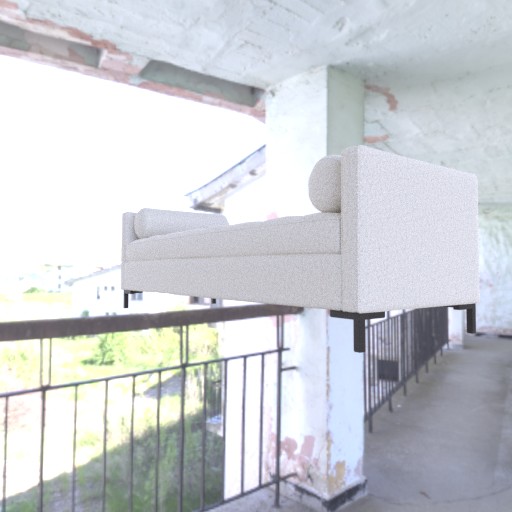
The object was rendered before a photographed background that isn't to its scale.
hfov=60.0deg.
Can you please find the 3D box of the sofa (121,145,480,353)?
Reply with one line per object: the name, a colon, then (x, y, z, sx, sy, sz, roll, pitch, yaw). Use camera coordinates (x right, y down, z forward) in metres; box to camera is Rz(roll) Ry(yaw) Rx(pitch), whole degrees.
sofa: (0.000, 0.000, 2.313, 0.746, 0.641, 1.985, 1, -2, -37)
